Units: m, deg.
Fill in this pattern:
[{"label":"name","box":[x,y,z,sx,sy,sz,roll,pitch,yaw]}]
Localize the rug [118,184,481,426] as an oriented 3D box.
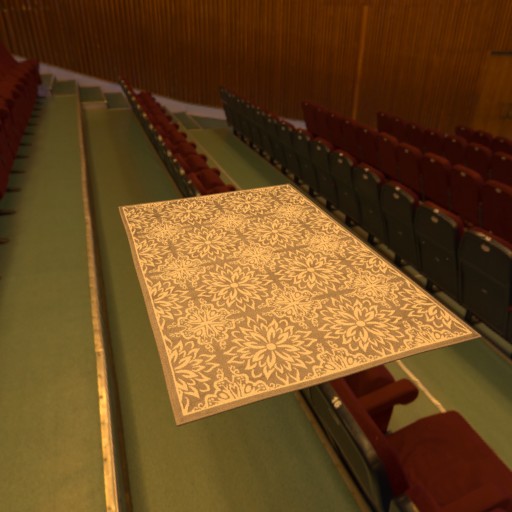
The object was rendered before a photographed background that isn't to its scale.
[{"label":"rug","box":[0.000,0.000,2.322,1.224,0.012,1.847,-10,31,-18]}]
